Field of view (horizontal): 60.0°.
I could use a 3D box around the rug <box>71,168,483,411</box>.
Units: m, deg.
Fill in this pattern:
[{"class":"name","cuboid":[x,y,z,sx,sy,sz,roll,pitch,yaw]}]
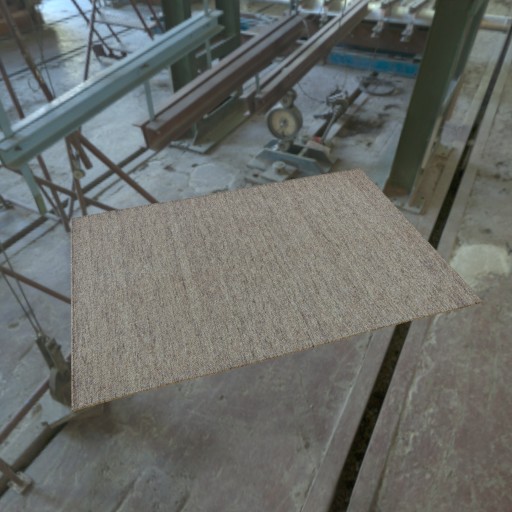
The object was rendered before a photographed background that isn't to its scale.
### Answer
[{"class":"rug","cuboid":[0.000,0.000,2.865,2.283,0.013,1.547,-12,44,-13]}]
